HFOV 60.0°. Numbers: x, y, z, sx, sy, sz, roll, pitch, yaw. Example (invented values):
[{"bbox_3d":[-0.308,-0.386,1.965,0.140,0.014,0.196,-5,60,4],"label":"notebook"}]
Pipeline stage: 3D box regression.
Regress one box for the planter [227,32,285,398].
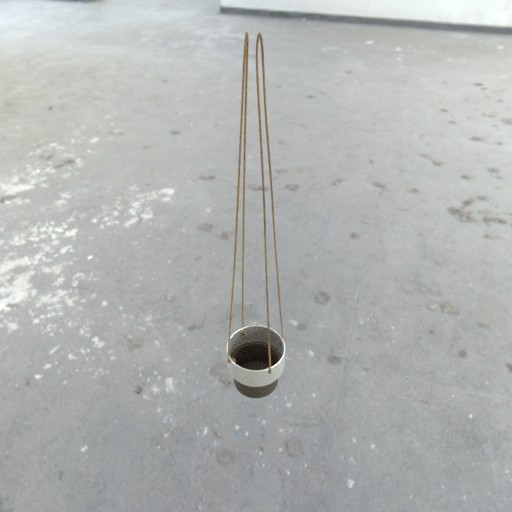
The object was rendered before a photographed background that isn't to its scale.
[{"bbox_3d":[0.000,0.000,1.165,0.187,1.073,0.187,12,40,14],"label":"planter"}]
